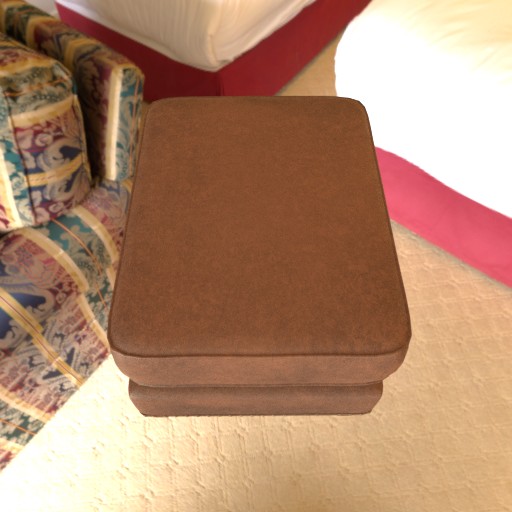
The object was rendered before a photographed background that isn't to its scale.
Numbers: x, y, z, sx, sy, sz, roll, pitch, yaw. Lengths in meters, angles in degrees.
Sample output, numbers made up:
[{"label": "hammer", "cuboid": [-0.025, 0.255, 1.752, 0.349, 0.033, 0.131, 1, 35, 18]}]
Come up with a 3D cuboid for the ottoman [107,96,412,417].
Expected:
[{"label": "ottoman", "cuboid": [0.000, 0.000, 1.150, 0.589, 0.537, 0.738, 0, 58, 0]}]
